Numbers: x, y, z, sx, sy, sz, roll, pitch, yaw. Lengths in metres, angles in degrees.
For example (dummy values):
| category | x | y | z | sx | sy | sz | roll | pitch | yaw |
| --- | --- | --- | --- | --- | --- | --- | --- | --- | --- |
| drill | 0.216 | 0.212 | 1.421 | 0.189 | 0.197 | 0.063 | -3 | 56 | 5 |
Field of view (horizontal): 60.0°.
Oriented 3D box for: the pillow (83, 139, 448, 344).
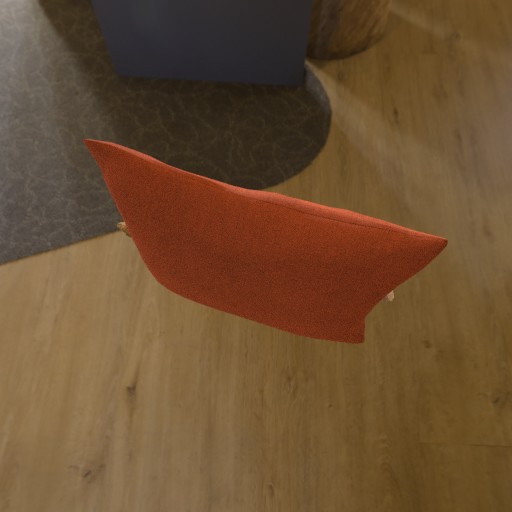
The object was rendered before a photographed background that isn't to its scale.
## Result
| category | x | y | z | sx | sy | sz | roll | pitch | yaw |
| --- | --- | --- | --- | --- | --- | --- | --- | --- | --- |
| pillow | 0.000 | 0.000 | 0.760 | 0.490 | 0.482 | 0.165 | 17 | 67 | 8 |
